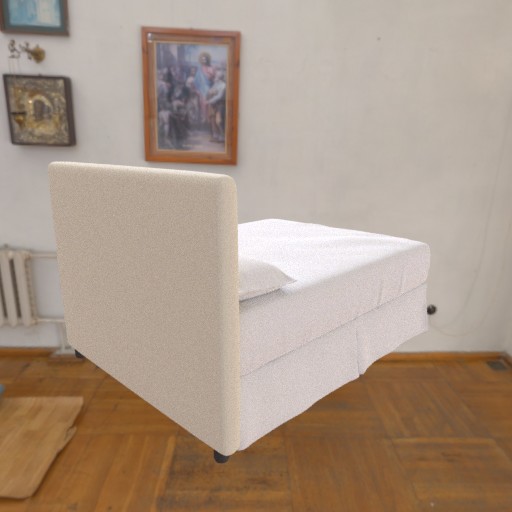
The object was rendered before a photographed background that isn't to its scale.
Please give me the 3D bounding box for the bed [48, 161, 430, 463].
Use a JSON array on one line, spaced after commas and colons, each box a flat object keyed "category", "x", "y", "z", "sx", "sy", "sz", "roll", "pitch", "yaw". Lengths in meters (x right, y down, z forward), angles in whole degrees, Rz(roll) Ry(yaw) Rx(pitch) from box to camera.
[{"category": "bed", "x": 0.000, "y": 0.000, "z": 3.118, "sx": 1.714, "sy": 1.330, "sz": 2.147, "roll": 14, "pitch": 20, "yaw": 43}]
